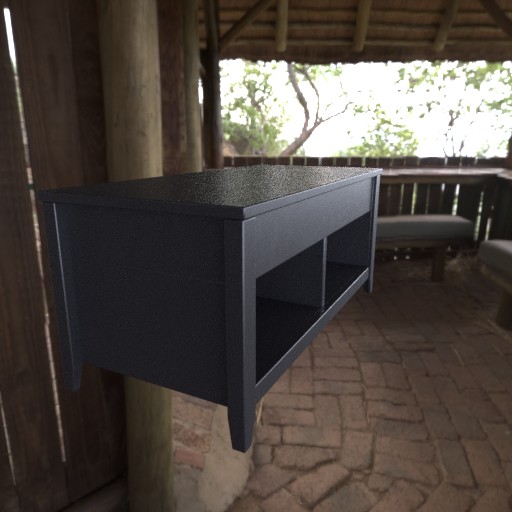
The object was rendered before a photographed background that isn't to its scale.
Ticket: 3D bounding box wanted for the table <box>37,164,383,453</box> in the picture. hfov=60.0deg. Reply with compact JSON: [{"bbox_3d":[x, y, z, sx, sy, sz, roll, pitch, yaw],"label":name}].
[{"bbox_3d":[0.000,0.000,1.291,0.483,0.457,1.016,8,17,26],"label":"table"}]
